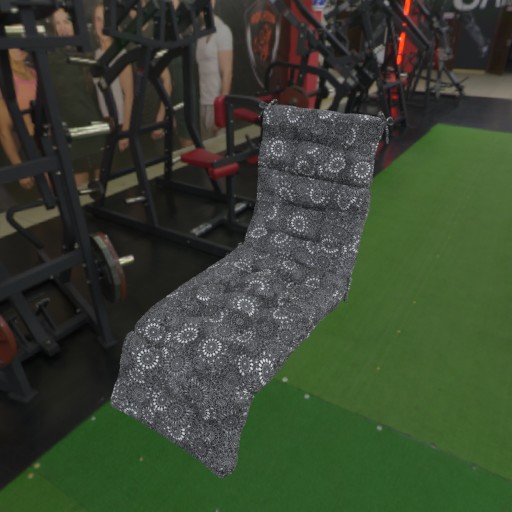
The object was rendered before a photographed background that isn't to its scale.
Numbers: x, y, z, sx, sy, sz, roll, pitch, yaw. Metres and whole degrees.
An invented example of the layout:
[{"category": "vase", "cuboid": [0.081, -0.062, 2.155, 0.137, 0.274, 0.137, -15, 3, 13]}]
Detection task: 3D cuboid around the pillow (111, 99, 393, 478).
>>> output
[{"category": "pillow", "cuboid": [0.000, 0.000, 1.505, 0.526, 0.863, 1.016, 18, 34, 29]}]
